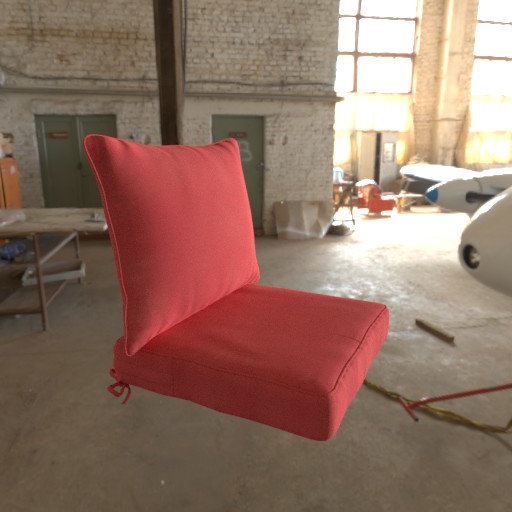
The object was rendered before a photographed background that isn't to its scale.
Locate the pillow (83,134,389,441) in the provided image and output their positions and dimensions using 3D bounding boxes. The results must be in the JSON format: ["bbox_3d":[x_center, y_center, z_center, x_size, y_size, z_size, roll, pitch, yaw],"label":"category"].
[{"bbox_3d":[0.000,0.000,1.377,0.733,0.725,0.798,7,15,26],"label":"pillow"}]
